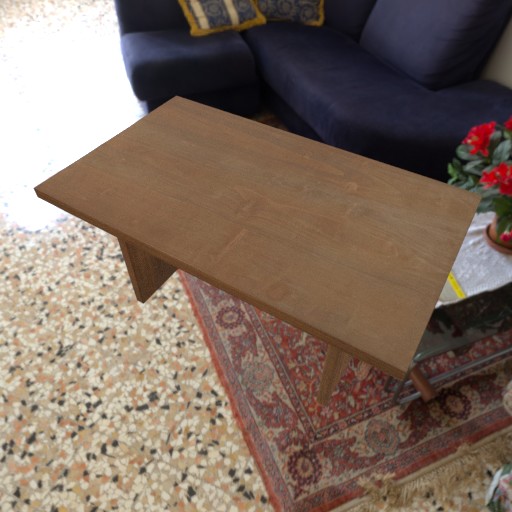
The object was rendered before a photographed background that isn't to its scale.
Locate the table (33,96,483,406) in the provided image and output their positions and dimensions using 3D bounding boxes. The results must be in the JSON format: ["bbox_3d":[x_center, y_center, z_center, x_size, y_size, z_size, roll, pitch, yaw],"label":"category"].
[{"bbox_3d":[0.000,0.000,2.122,1.609,0.780,0.946,24,51,21],"label":"table"}]
